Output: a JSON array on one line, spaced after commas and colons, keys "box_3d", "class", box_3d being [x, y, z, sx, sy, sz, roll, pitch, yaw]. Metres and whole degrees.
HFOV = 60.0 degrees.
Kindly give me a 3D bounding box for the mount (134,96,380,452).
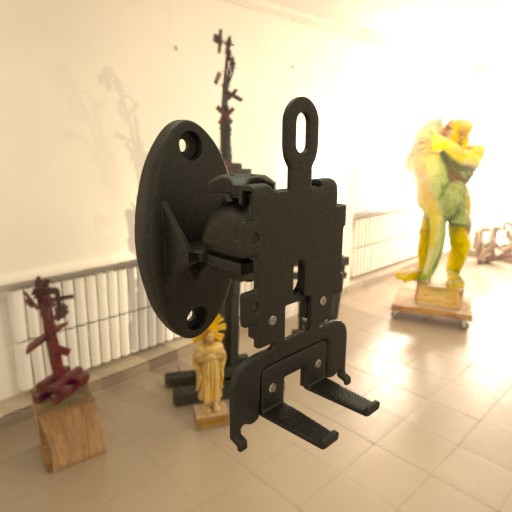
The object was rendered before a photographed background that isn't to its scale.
[{"box_3d": [0.000, 0.000, 0.178, 0.066, 0.118, 0.100, -13, 20, -42], "class": "mount"}]
